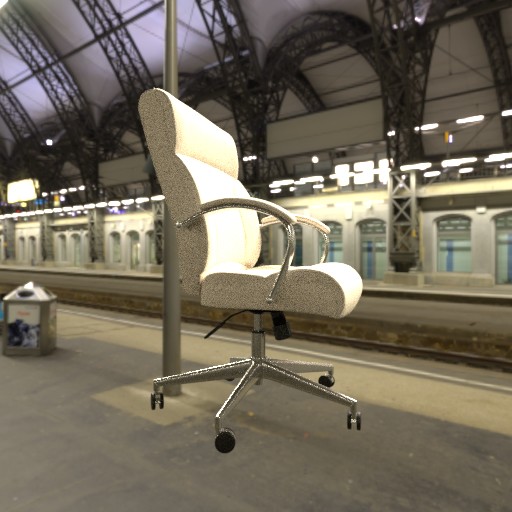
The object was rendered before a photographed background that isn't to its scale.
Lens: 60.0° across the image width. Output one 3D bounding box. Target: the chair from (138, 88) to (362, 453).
[{"bbox_3d":[0.000,0.000,1.578,0.745,1.099,0.727,0,0,18],"label":"chair"}]
